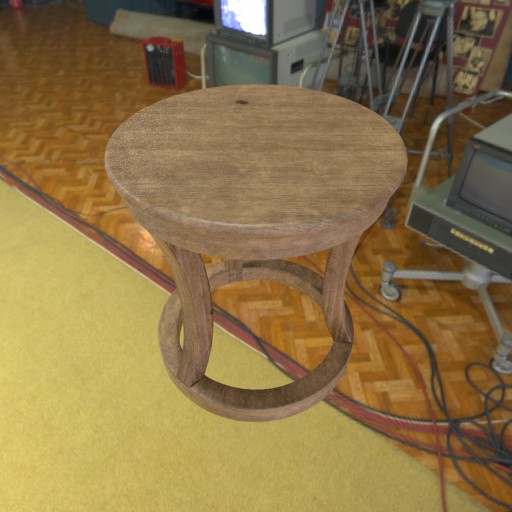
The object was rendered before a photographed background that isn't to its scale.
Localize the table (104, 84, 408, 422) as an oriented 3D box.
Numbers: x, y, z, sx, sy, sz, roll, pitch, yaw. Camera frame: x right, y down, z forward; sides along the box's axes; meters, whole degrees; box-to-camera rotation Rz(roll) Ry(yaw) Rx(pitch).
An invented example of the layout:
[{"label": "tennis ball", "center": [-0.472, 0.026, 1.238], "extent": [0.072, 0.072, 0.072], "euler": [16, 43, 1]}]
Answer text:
[{"label": "table", "center": [0.000, 0.000, 0.797], "extent": [0.432, 0.460, 0.432], "euler": [0, 41, 0]}]
